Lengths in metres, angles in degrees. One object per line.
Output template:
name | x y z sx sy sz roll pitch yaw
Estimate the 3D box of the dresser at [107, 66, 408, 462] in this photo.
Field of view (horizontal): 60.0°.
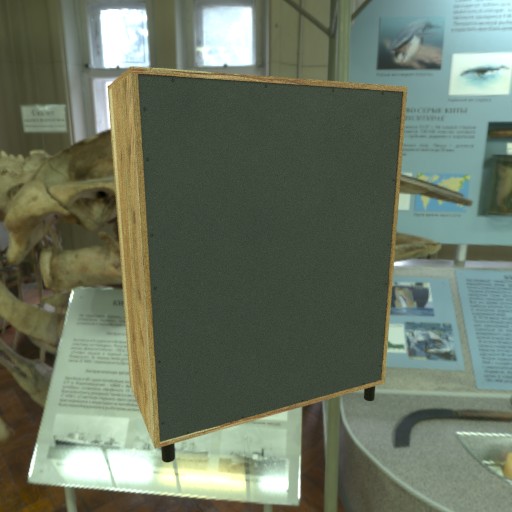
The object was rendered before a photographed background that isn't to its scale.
dresser | 0.000 0.000 1.732 0.966 1.243 0.480 -7 15 -25
